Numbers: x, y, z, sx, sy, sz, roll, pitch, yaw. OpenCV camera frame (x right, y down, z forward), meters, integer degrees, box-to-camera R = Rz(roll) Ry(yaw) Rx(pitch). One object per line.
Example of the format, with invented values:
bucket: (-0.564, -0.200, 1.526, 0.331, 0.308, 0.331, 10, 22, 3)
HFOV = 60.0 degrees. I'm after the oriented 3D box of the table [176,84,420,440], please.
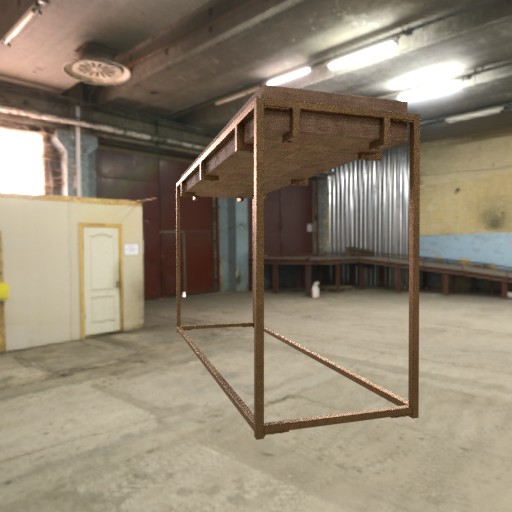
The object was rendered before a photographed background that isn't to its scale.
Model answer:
table: (0.000, 0.000, 1.741, 0.440, 0.820, 1.400, 0, 1, -18)
